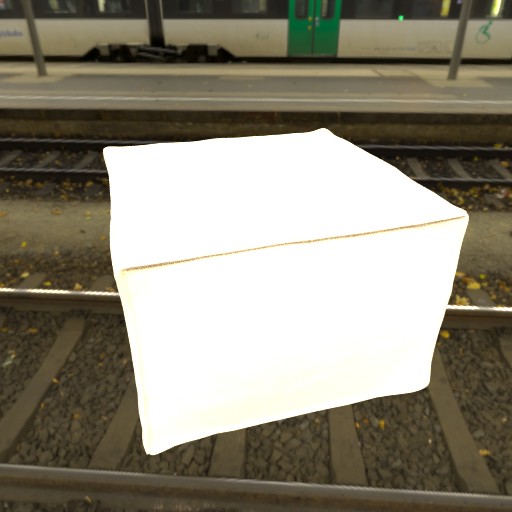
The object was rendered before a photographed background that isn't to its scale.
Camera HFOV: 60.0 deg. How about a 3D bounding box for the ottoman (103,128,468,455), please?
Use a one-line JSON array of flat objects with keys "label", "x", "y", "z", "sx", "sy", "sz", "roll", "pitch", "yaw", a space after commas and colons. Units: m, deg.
[{"label": "ottoman", "x": 0.000, "y": 0.000, "z": 1.140, "sx": 0.696, "sy": 0.470, "sz": 0.707, "roll": -9, "pitch": 31, "yaw": -15}]
